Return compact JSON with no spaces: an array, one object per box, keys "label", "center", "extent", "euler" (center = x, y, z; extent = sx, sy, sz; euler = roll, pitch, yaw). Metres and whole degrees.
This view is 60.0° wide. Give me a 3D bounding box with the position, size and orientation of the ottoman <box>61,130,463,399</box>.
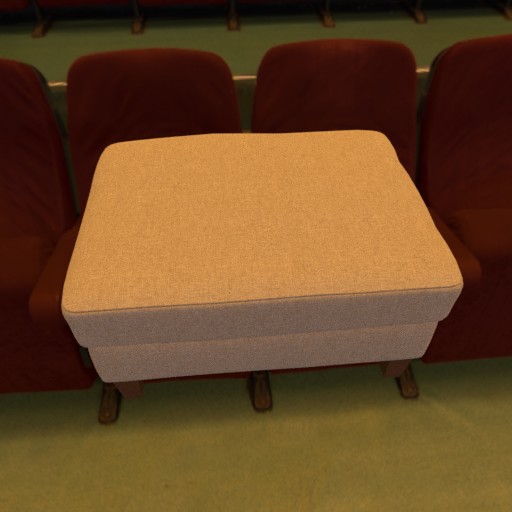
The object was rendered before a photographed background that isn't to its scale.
[{"label":"ottoman","center":[0.000,0.000,1.316],"extent":[0.898,0.519,0.677],"euler":[-4,46,-4]}]
